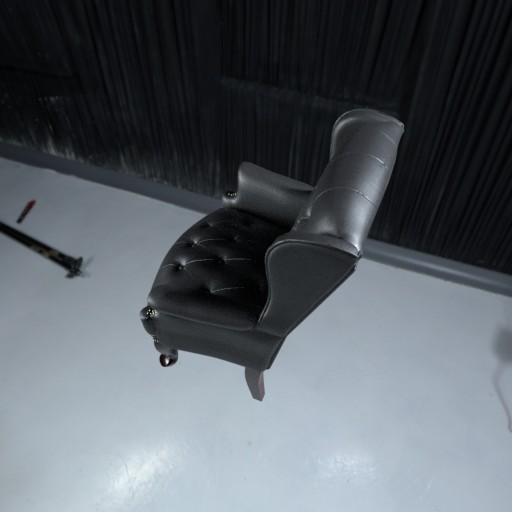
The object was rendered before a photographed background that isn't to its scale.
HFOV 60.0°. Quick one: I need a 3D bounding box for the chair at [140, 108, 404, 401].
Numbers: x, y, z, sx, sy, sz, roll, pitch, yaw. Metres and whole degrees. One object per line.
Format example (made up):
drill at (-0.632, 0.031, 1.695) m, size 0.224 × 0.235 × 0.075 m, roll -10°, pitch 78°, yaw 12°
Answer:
chair at (0.000, 0.000, 1.737) m, size 0.822 × 1.133 × 0.831 m, roll 17°, pitch 50°, yaw 15°
